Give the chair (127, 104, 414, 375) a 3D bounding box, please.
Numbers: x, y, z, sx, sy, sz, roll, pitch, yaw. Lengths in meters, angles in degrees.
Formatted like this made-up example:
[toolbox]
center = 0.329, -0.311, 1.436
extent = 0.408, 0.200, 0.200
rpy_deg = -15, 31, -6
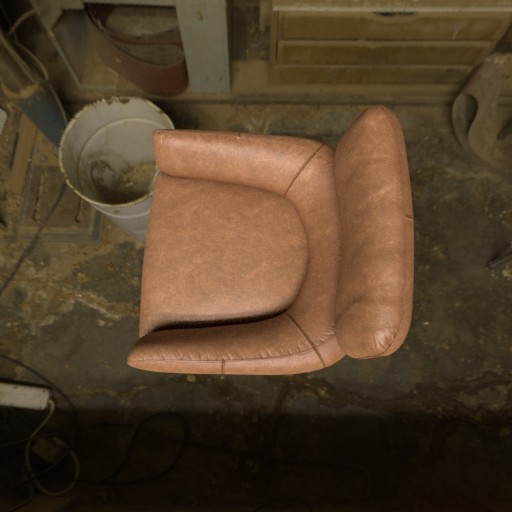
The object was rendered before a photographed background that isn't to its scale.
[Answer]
[chair]
center = 0.000, 0.000, 1.352
extent = 0.715, 0.812, 0.706
rpy_deg = 2, 76, 1
